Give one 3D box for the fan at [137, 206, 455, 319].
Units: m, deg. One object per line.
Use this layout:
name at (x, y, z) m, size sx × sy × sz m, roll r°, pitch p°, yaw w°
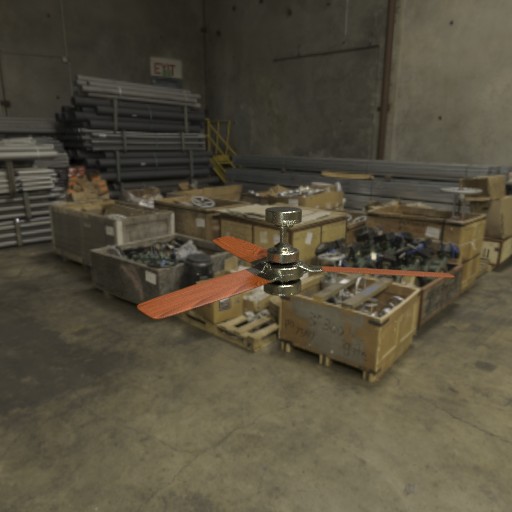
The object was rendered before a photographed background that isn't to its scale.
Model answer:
fan at (0.000, 0.000, 2.060) m, size 1.416 × 0.410 × 1.271 m, roll 13°, pitch 20°, yaw 41°
